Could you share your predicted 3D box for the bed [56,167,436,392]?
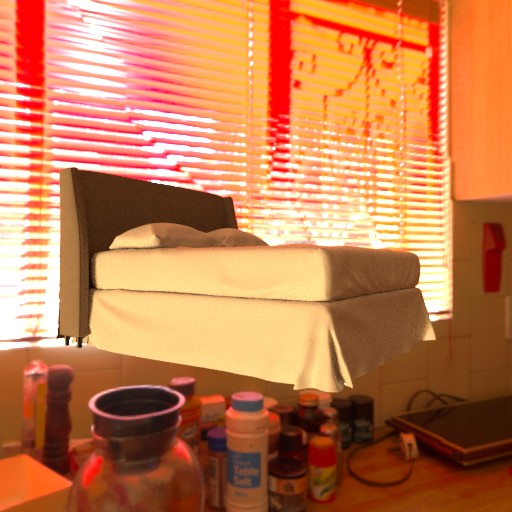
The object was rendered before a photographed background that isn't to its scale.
[{"bbox_3d":[0.000,0.000,3.395,2.276,1.332,1.925,-1,-1,36],"label":"bed"}]
